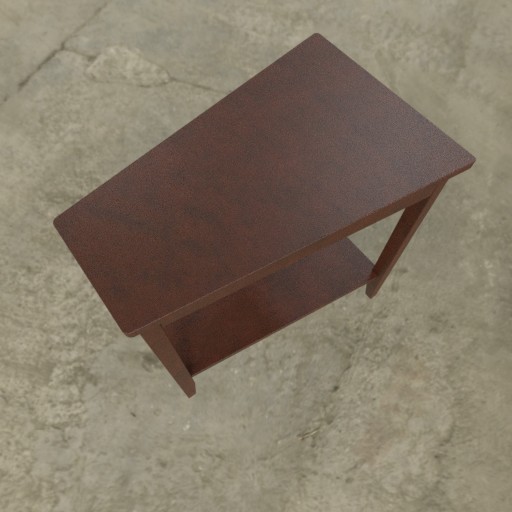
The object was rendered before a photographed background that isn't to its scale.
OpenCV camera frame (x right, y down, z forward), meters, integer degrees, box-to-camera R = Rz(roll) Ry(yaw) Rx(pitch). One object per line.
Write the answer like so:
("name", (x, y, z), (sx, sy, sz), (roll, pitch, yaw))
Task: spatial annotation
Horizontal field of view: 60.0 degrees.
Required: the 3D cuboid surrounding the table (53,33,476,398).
("table", (0.000, 0.000, 0.971), (0.605, 0.589, 0.399), (-34, 68, -16))
